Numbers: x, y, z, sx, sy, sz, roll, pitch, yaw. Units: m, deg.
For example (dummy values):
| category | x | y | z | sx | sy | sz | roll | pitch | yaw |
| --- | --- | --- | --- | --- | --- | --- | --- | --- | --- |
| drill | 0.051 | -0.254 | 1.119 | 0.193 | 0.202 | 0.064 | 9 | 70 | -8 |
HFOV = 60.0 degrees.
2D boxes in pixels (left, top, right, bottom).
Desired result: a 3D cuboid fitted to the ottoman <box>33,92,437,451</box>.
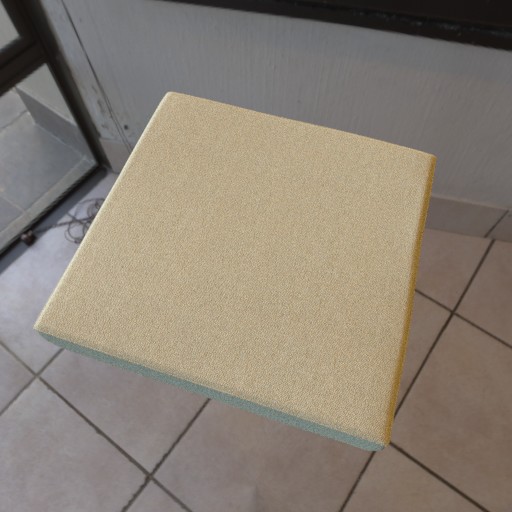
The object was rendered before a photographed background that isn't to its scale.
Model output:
| category | x | y | z | sx | sy | sz | roll | pitch | yaw |
| --- | --- | --- | --- | --- | --- | --- | --- | --- | --- |
| ottoman | 0.000 | 0.000 | 1.499 | 1.004 | 0.379 | 0.968 | 16 | 64 | 8 |
